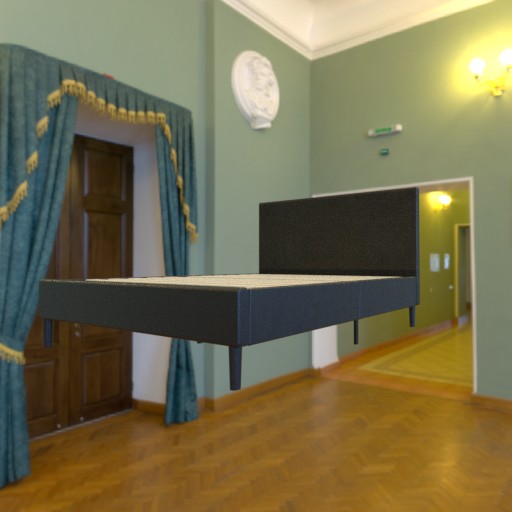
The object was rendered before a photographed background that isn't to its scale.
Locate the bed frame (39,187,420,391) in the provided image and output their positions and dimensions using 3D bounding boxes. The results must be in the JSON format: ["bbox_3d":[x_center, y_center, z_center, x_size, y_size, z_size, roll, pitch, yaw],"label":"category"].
[{"bbox_3d":[0.000,0.000,2.931,1.469,1.046,2.152,-1,-1,37],"label":"bed frame"}]
